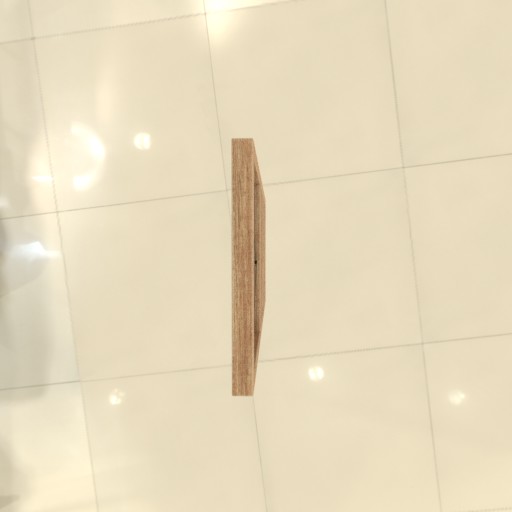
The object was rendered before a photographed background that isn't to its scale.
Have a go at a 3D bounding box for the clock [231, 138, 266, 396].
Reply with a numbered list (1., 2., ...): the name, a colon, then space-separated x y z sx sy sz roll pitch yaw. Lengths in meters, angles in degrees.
1. clock: 0.000 0.000 1.099 0.030 0.965 0.361 0 92 2
